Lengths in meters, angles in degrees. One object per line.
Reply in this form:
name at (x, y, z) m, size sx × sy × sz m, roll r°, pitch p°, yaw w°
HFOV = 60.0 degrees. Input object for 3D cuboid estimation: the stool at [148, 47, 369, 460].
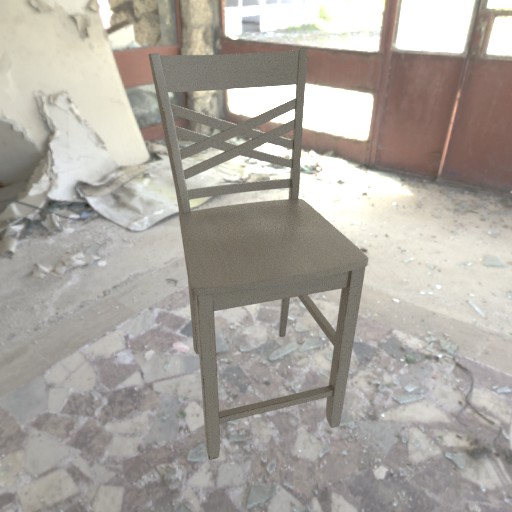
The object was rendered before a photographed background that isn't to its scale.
stool at (0.000, 0.000, 1.334) m, size 0.462 × 1.079 × 0.539 m, roll -9°, pitch 33°, yaw -14°
